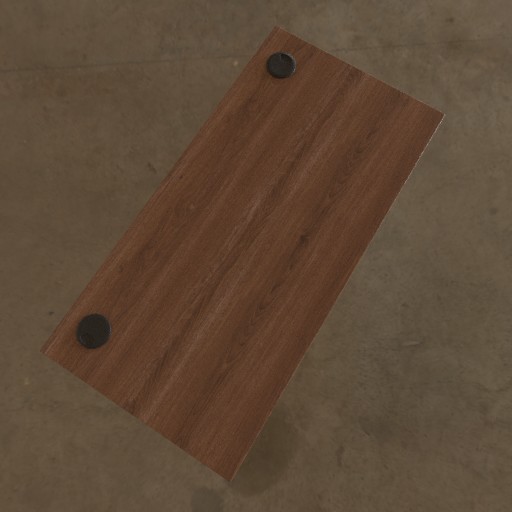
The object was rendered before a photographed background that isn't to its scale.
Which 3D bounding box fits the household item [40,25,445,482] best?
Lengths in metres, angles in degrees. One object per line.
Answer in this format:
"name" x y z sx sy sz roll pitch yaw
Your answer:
"household item" 0.000 0.000 1.614 0.600 0.750 1.200 31 78 7
